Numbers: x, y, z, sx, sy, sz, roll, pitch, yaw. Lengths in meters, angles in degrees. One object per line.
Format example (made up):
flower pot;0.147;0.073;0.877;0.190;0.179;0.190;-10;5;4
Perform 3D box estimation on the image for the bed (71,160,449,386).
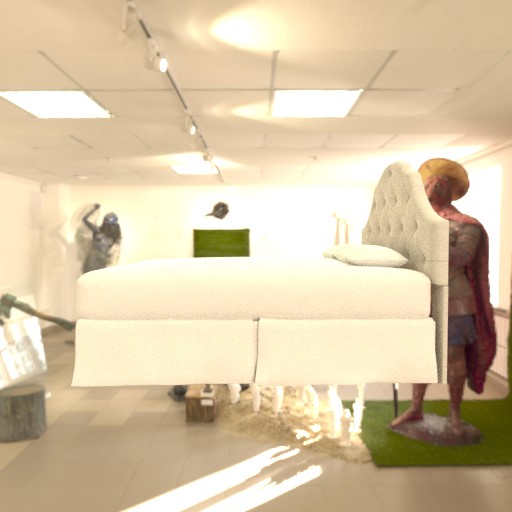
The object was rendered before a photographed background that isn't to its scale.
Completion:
bed;0.000;0.000;3.828;2.477;1.617;2.039;0;2;-1
